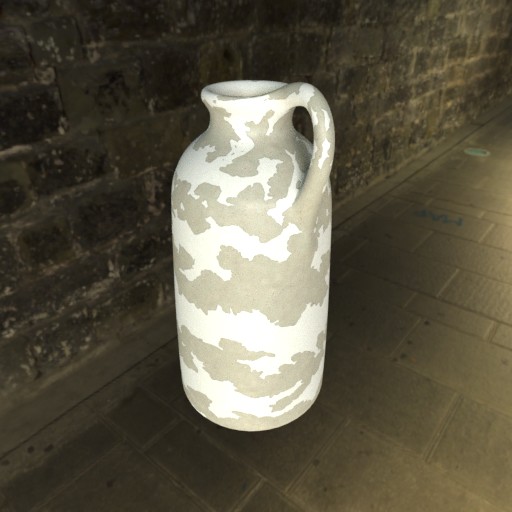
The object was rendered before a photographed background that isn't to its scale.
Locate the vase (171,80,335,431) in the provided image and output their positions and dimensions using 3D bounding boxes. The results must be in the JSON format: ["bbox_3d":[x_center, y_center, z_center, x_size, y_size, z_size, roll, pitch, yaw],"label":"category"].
[{"bbox_3d":[0.000,0.000,0.494,0.186,0.382,0.203,-20,36,-30],"label":"vase"}]
